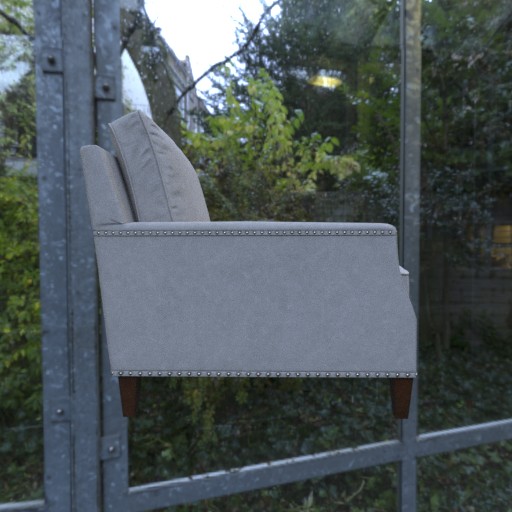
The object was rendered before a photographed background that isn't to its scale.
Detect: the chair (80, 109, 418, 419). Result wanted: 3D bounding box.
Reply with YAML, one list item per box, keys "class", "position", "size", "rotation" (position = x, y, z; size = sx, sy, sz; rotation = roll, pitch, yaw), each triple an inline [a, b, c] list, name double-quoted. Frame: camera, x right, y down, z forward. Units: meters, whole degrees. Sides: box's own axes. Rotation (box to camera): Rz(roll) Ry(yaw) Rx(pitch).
- class: "chair"
  position: [0.000, 0.000, 1.706]
  size: [1.014, 0.943, 0.853]
  rotation: [0, 1, 1]
